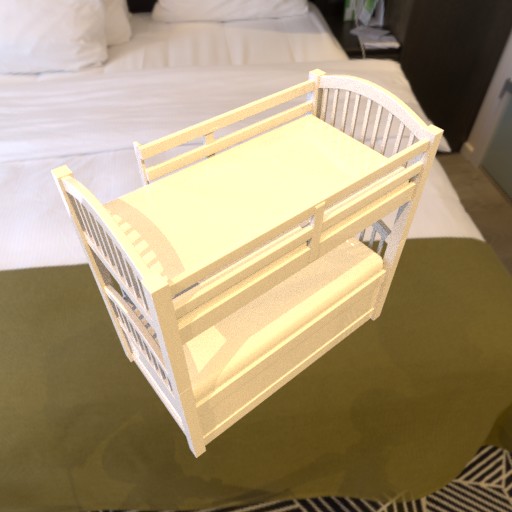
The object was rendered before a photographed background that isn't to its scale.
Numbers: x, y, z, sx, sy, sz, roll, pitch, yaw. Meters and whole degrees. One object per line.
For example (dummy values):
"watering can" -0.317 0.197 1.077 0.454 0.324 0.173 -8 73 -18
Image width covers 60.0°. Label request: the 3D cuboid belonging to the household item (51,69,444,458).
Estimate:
"household item" 0.000 0.000 3.250 2.032 2.032 1.143 -30 54 -25
